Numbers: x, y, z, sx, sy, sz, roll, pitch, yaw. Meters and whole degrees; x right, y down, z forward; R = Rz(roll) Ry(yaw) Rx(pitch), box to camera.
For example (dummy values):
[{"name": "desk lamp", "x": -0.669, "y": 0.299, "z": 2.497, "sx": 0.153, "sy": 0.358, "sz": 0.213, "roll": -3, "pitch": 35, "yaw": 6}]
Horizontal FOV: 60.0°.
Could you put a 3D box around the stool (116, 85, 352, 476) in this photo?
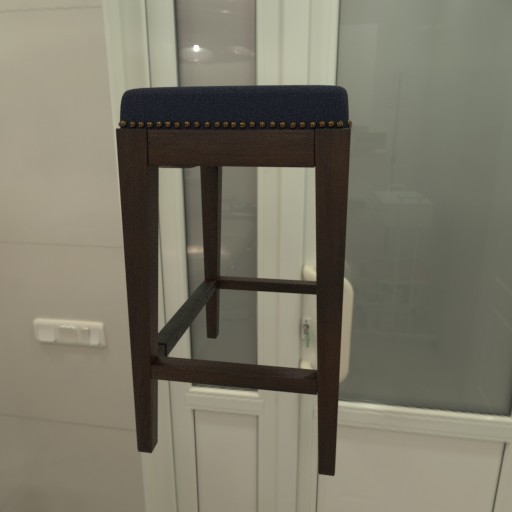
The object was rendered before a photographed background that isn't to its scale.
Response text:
[{"name": "stool", "x": 0.000, "y": 0.000, "z": 0.941, "sx": 0.361, "sy": 0.642, "sz": 0.500, "roll": 3, "pitch": 16, "yaw": 9}]
